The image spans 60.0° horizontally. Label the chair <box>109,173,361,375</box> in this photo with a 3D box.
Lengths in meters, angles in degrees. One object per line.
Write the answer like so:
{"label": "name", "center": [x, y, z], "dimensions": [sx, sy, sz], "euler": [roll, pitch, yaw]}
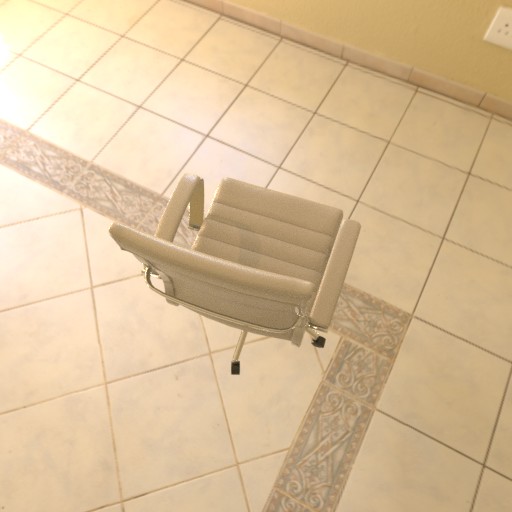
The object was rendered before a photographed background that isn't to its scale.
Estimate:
{"label": "chair", "center": [0.000, 0.000, 1.528], "dimensions": [0.679, 1.149, 0.667], "euler": [17, 65, 8]}
